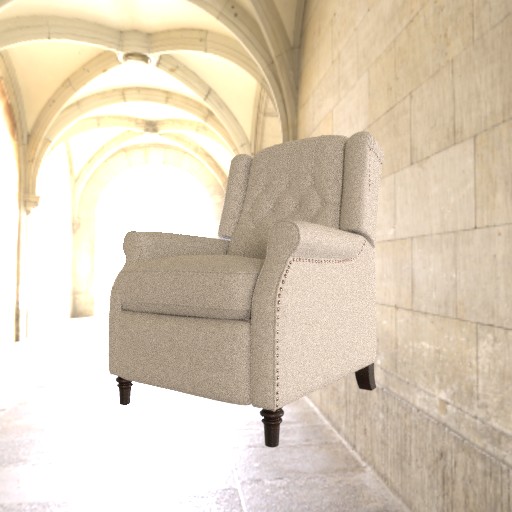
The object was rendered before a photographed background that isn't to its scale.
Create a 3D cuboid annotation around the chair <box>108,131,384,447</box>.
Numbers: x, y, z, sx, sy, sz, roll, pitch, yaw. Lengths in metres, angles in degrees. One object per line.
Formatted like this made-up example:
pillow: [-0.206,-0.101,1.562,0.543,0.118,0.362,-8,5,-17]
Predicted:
chair: [0.000,0.000,1.654,0.742,1.035,0.902,-1,-2,35]
